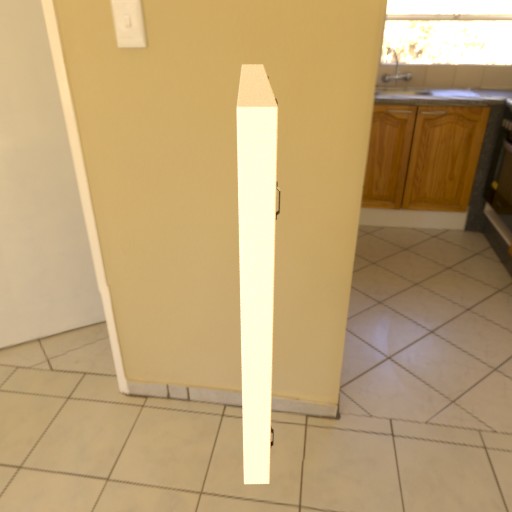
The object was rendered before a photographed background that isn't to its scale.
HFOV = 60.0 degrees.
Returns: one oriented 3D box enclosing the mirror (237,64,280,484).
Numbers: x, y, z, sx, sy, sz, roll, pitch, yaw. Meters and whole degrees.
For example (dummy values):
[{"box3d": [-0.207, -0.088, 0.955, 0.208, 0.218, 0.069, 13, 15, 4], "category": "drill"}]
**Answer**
[{"box3d": [0.000, 0.000, 0.680, 0.041, 0.508, 0.405, 0, 28, -1], "category": "mirror"}]
